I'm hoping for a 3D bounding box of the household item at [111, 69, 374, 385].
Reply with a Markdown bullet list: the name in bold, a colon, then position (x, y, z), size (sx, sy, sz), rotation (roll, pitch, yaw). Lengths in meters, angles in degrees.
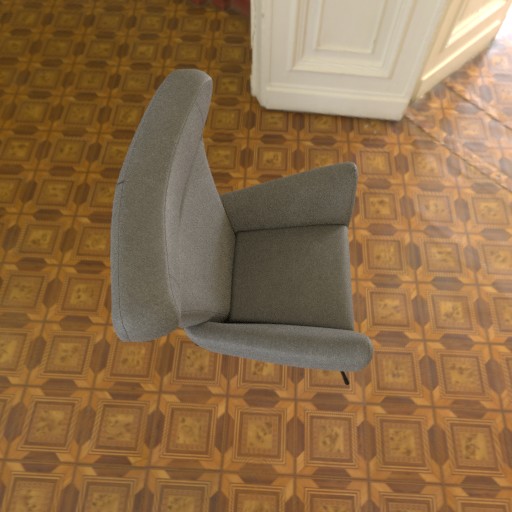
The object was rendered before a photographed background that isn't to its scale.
- **household item**: position (0.000, 0.000, 1.769), size (0.900, 1.050, 0.980), rotation (2, 62, 1)
